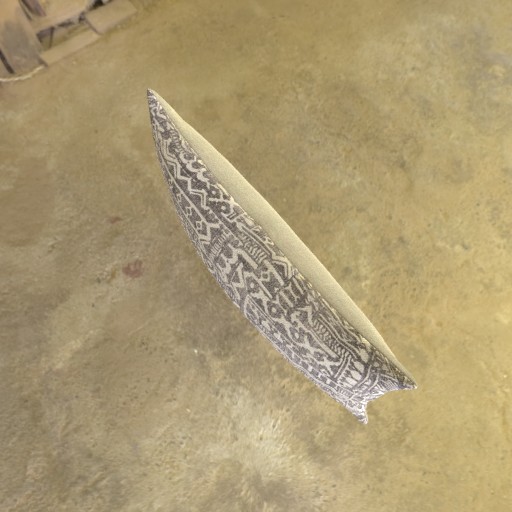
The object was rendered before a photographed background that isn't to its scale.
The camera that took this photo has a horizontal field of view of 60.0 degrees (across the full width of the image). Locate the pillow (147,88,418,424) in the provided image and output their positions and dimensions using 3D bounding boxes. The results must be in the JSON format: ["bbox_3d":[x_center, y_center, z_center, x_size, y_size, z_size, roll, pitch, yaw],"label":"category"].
[{"bbox_3d":[0.000,0.000,0.751,0.148,0.290,0.631,-34,68,-16],"label":"pillow"}]
